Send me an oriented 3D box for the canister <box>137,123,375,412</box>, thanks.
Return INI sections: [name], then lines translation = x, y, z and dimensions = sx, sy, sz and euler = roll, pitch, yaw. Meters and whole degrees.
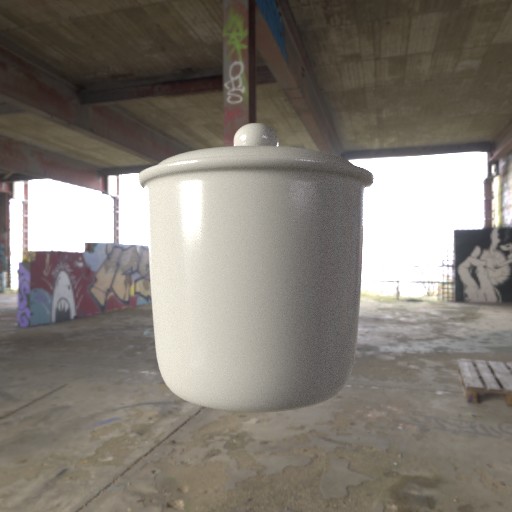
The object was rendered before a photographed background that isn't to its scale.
[canister]
translation = 0.000, 0.000, 0.351
dimensions = 0.182, 0.208, 0.182
euler = 0, 0, 0
